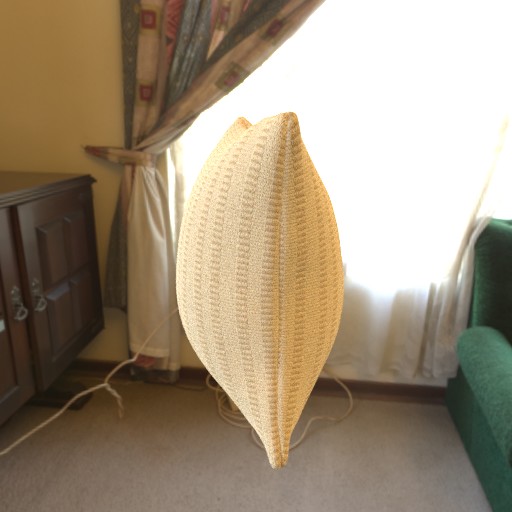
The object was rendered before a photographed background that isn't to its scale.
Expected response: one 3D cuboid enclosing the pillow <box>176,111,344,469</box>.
[{"bbox_3d":[0.000,0.000,0.685,0.247,0.419,0.438,-2,17,-8],"label":"pillow"}]
